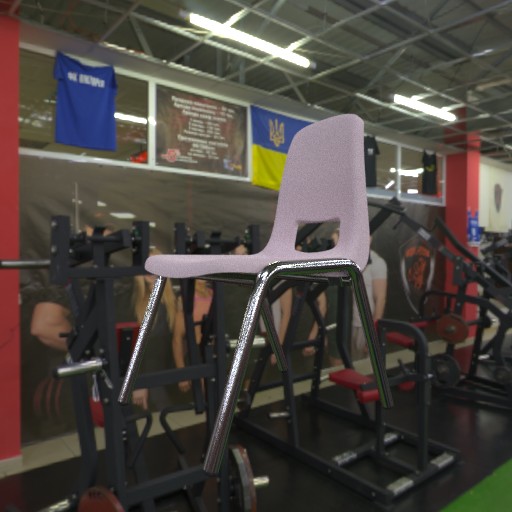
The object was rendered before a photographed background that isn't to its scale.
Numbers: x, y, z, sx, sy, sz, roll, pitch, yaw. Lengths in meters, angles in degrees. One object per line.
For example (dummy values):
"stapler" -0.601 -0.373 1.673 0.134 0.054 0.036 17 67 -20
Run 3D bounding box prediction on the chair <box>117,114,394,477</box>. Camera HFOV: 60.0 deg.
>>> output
"chair" 0.000 0.000 0.847 0.423 0.586 0.354 -1 2 -37
